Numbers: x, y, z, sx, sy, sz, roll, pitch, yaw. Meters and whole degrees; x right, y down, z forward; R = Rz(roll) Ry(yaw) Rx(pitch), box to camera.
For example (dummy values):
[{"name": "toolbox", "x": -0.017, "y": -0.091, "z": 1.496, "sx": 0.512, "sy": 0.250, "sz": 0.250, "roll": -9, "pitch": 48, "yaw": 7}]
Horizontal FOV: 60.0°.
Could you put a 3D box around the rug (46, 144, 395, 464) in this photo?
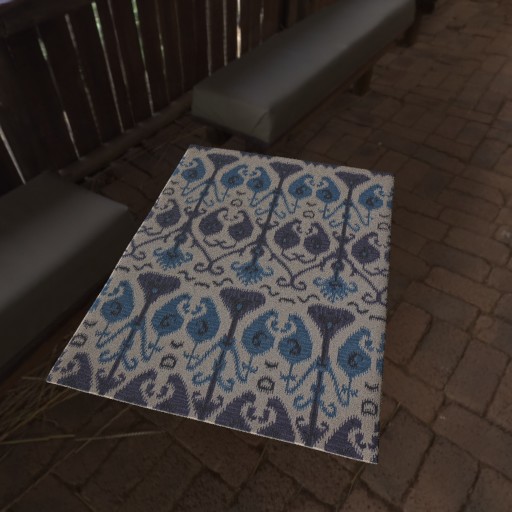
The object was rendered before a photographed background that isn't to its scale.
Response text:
[{"name": "rug", "x": 0.000, "y": 0.000, "z": 4.156, "sx": 2.443, "sy": 0.024, "sz": 3.228, "roll": 10, "pitch": 48, "yaw": 9}]
